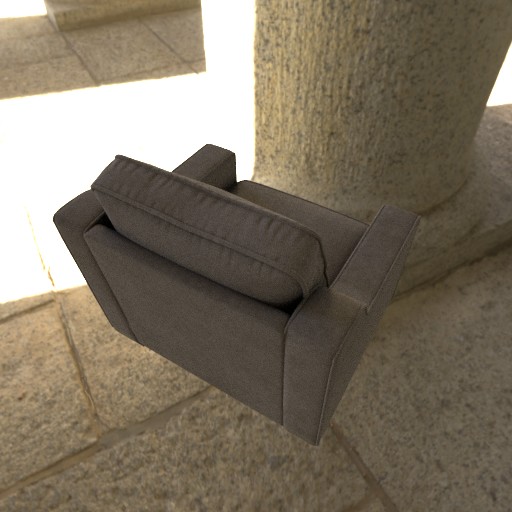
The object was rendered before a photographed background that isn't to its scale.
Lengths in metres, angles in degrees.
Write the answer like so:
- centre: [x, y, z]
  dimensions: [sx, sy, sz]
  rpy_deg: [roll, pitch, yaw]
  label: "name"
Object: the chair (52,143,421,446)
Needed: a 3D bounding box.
- centre: [0.000, 0.000, 1.603]
  dimensions: [0.926, 0.944, 0.840]
  rpy_deg: [24, 51, 21]
  label: "chair"
